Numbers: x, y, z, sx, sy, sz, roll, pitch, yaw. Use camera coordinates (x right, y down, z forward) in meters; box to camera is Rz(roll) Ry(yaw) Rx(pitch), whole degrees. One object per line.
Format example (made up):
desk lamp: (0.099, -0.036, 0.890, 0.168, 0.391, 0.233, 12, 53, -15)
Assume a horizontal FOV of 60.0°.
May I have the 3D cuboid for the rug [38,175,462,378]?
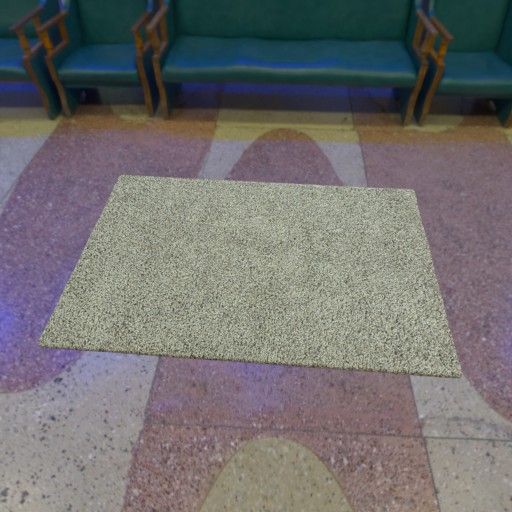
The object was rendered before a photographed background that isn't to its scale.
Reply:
rug: (0.000, 0.000, 2.260, 1.778, 0.030, 1.219, 3, 46, 3)
